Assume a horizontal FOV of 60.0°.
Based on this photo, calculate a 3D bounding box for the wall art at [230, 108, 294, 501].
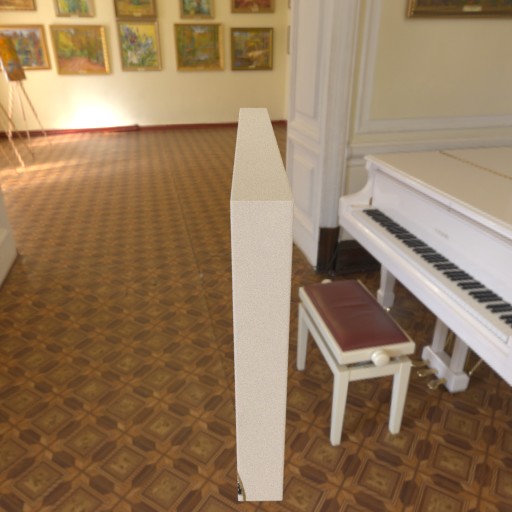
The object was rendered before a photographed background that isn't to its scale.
[{"bbox_3d":[0.000,0.000,0.475,0.039,0.254,0.384,0,26,-1],"label":"wall art"}]
